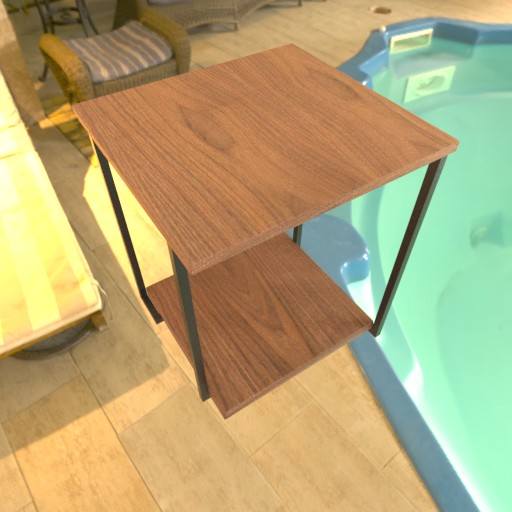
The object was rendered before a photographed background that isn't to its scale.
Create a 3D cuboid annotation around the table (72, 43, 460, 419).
[{"bbox_3d":[0.000,0.000,0.841,0.411,0.567,0.384,-26,53,-22],"label":"table"}]
